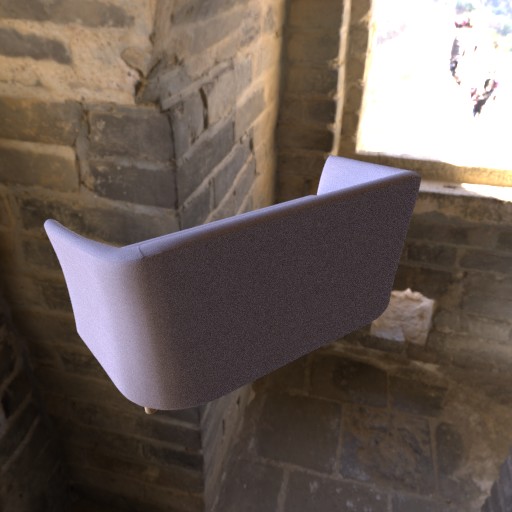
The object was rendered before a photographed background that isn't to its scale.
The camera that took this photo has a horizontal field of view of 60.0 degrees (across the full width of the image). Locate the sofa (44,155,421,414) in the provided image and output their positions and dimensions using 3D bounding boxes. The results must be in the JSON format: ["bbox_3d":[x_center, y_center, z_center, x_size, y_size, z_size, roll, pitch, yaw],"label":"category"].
[{"bbox_3d":[0.000,0.000,1.861,1.452,0.721,0.705,-19,35,-29],"label":"sofa"}]
